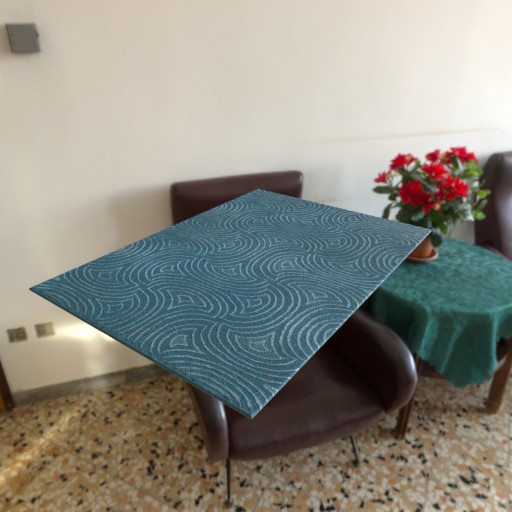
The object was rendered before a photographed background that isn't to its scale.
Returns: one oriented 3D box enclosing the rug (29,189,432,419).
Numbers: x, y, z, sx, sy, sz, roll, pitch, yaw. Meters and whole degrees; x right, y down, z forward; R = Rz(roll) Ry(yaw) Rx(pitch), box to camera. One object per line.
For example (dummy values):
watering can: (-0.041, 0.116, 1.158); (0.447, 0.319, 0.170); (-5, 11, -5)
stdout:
rug: (0.000, 0.000, 2.812); (1.543, 0.015, 2.144); (19, 32, 32)
